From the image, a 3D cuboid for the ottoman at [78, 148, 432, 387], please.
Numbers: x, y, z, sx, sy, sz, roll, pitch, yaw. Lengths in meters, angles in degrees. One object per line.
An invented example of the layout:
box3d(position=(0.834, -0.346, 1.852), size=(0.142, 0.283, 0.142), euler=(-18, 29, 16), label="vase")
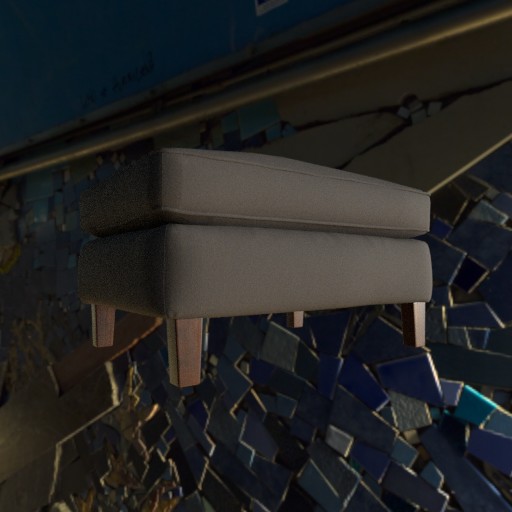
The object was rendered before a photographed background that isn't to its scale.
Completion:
box3d(position=(0.000, 0.000, 1.006), size=(0.686, 0.406, 0.508), euler=(1, -2, -35), label="ottoman")
